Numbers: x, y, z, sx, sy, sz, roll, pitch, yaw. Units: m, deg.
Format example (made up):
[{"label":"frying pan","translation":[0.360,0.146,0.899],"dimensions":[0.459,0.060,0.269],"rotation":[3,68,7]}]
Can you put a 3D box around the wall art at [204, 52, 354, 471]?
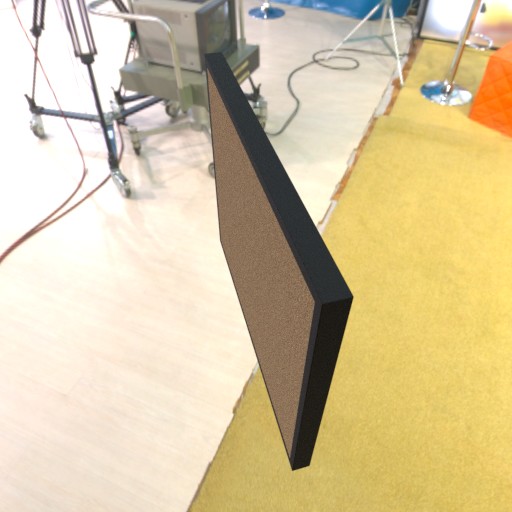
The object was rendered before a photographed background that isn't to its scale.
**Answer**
[{"label":"wall art","translation":[0.000,0.000,0.747],"dimensions":[0.030,0.454,0.554],"rotation":[-11,48,-11]}]
